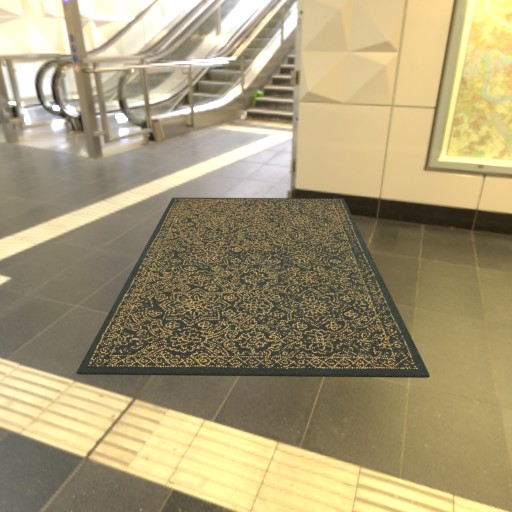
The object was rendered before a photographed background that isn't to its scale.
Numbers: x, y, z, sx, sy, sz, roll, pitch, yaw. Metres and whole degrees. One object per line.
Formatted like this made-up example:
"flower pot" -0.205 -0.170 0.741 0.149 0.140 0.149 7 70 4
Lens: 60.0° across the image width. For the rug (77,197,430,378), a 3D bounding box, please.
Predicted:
"rug" 0.000 0.000 2.338 1.219 0.010 1.829 0 27 1
